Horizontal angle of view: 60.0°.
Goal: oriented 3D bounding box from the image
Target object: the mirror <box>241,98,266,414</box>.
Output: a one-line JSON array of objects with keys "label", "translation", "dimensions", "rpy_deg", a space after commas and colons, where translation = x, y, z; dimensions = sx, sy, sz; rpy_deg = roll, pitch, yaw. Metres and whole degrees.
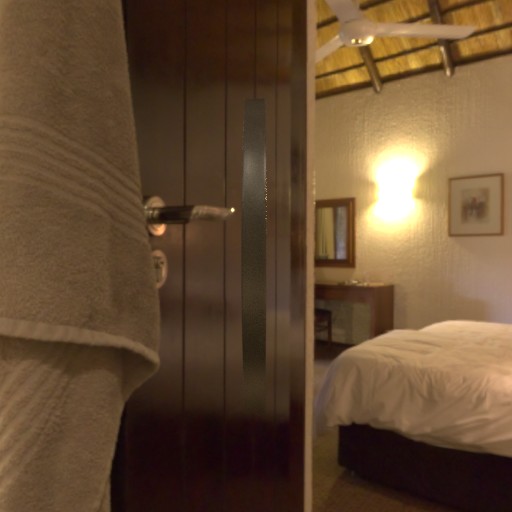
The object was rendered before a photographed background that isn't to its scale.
[{"label": "mirror", "translation": [0.000, 0.000, 0.844], "dimensions": [0.032, 0.565, 0.565], "rpy_deg": [0, 0, 1]}]
